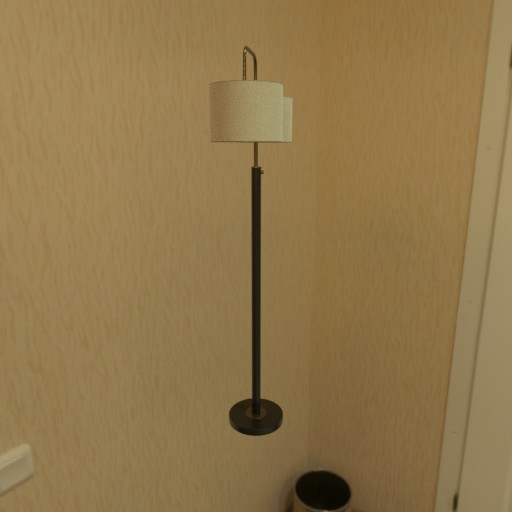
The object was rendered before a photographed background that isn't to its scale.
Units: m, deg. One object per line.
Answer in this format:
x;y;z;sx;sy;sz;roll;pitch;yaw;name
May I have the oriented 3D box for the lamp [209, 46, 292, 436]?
0.000;0.000;1.899;0.254;1.587;0.711;2;14;8;lamp
